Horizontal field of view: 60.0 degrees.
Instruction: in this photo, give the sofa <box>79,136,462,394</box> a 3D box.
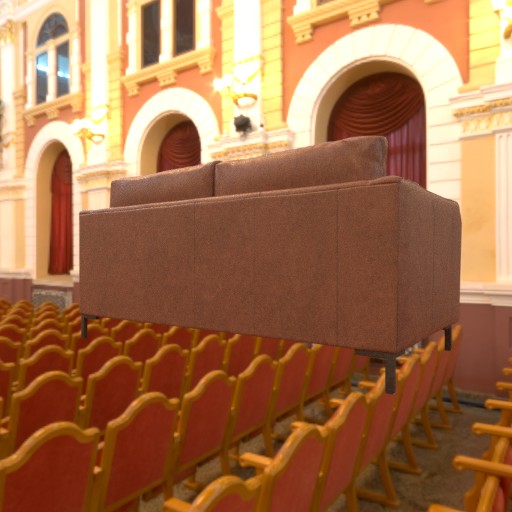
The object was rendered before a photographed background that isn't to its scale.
[{"bbox_3d":[0.000,0.000,2.242,1.797,0.883,0.899,0,0,35],"label":"sofa"}]
